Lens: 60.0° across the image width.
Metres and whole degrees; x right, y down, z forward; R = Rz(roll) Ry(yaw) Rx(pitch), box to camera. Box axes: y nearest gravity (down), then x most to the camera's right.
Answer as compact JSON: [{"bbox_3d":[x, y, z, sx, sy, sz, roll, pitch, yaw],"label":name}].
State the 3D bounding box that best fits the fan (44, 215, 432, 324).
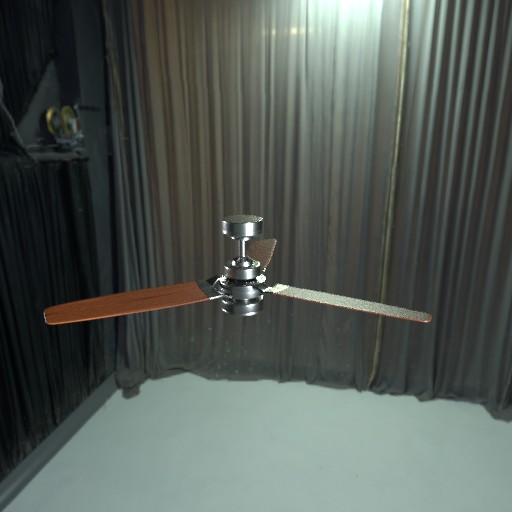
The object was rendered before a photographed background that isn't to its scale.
[{"bbox_3d":[0.000,0.000,2.052,1.416,0.410,1.271,2,17,8],"label":"fan"}]
